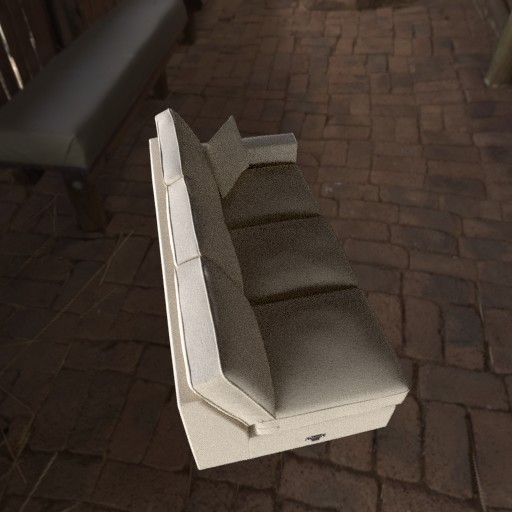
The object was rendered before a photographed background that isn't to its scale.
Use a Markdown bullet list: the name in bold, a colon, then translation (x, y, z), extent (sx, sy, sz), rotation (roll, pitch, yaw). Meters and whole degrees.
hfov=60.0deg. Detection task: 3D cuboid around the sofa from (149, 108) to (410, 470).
- **sofa**: translation (0.000, 0.000, 2.568), extent (1.034, 0.946, 1.963), rotation (-9, 47, -9)
